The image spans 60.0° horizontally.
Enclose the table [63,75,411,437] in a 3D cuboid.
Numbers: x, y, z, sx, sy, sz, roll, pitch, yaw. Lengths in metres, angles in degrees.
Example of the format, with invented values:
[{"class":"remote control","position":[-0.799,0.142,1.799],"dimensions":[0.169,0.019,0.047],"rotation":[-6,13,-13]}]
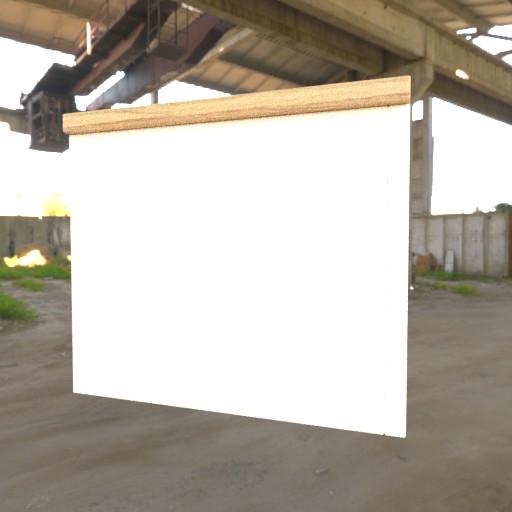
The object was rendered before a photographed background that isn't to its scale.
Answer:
[{"class":"table","position":[0.000,0.000,0.772],"dimensions":[0.500,0.440,0.360],"rotation":[1,2,19]}]
